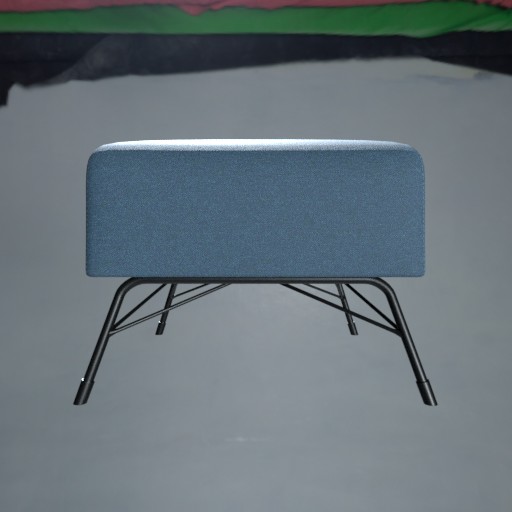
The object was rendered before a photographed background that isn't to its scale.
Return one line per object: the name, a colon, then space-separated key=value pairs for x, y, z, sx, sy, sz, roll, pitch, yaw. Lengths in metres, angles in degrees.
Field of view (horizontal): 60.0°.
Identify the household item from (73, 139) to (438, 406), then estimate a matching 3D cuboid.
household item: x=0.000 y=0.000 z=0.897 sx=0.530 sy=0.420 sz=0.530 roll=0 pitch=1 yaw=0
